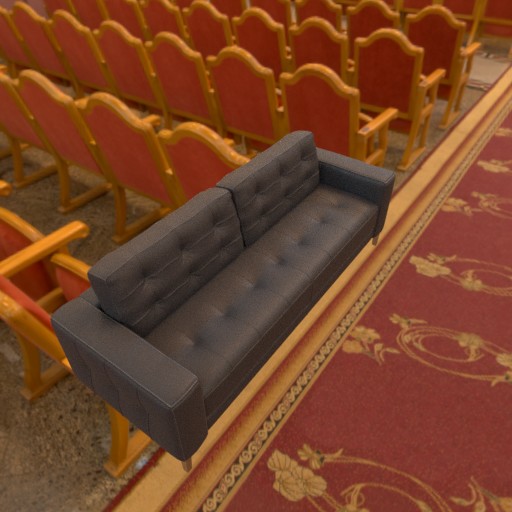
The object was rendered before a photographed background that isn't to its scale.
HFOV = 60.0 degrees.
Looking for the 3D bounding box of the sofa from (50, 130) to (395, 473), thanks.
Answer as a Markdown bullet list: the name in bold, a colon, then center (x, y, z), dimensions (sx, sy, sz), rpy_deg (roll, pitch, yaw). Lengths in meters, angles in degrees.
- **sofa**: center (0.000, 0.000, 2.725), dimensions (0.833, 0.893, 2.275), rpy_deg (26, 47, 26)
